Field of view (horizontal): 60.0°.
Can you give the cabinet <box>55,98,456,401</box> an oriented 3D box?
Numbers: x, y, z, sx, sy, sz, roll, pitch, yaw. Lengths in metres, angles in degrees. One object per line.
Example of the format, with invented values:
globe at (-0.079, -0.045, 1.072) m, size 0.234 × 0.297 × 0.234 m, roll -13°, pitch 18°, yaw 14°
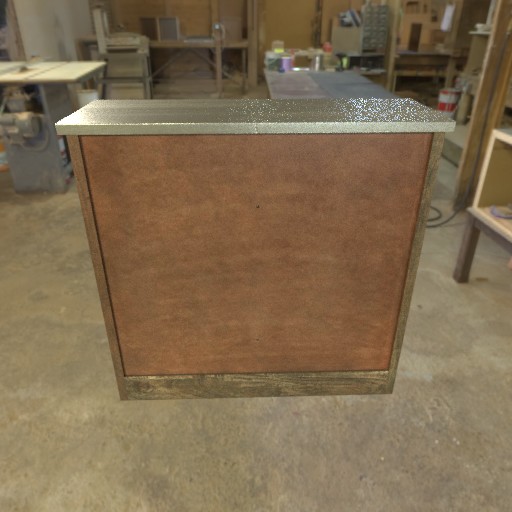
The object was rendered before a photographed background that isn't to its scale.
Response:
cabinet at (0.000, 0.000, 1.437) m, size 0.968 × 0.919 × 0.338 m, roll -1°, pitch 29°, yaw -2°
